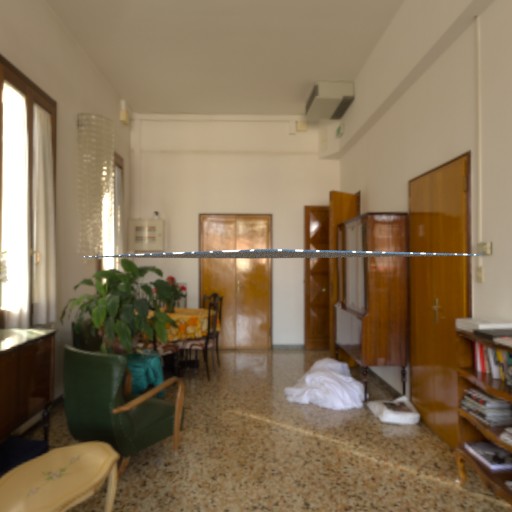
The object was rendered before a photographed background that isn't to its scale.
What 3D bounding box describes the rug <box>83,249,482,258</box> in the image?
[{"bbox_3d":[0.000,0.000,4.470,2.438,0.010,3.353,1,-1,-37],"label":"rug"}]
